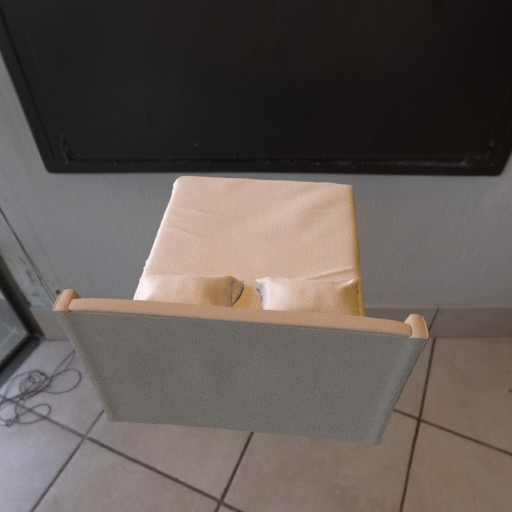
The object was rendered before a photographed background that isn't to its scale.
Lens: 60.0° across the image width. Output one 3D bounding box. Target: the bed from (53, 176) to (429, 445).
[{"bbox_3d":[0.000,0.000,3.447,1.925,1.332,2.276,4,45,4],"label":"bed"}]
